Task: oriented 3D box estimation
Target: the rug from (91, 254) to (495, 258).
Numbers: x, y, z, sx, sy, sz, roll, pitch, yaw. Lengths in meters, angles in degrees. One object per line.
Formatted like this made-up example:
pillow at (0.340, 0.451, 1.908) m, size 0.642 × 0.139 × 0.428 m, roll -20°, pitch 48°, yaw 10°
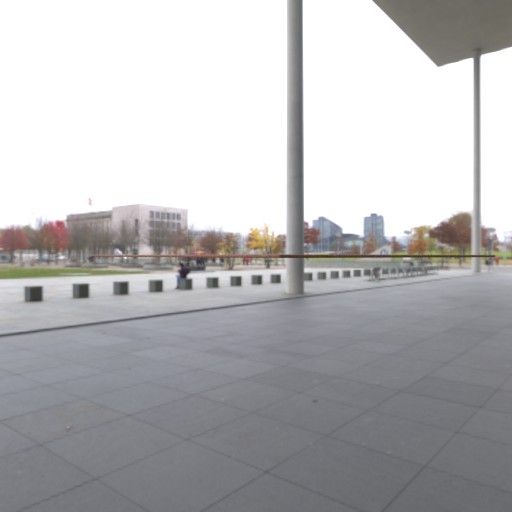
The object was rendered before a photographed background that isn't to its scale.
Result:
rug at (0.000, 0.000, 3.006) m, size 1.524 × 0.014 × 2.438 m, roll 0°, pitch 0°, yaw -35°
